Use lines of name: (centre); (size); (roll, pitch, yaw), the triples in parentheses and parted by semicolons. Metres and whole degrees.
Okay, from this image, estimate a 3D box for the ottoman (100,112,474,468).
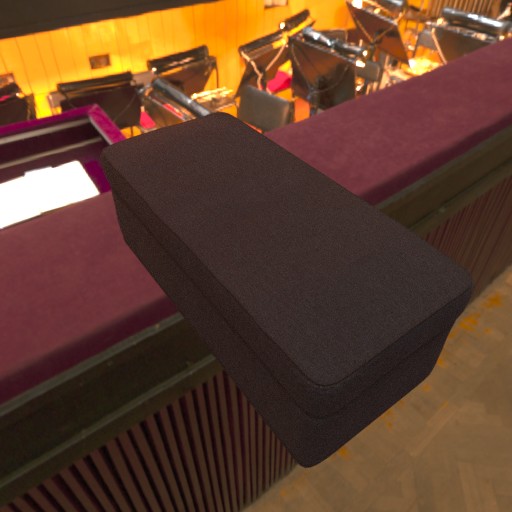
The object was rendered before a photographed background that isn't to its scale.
ottoman: (0.000, 0.000, 1.373); (0.515, 0.460, 1.110); (-26, 49, -26)
